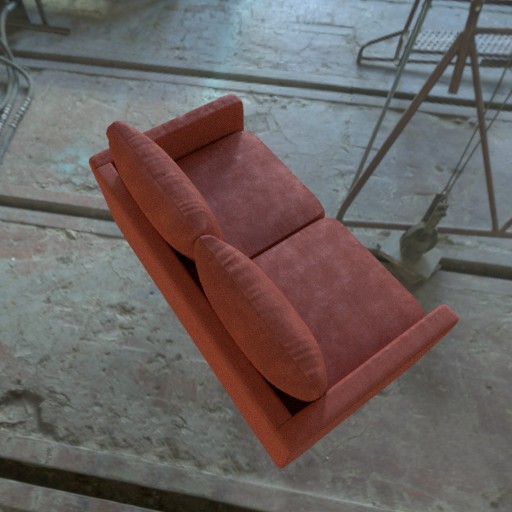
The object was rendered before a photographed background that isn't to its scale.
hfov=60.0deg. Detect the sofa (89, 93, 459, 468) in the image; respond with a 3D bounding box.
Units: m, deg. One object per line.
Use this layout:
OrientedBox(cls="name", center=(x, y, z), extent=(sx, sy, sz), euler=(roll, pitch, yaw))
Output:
OrientedBox(cls="sofa", center=(0.000, 0.000, 2.073), extent=(0.864, 0.896, 1.574), euler=(-31, 64, -17))
